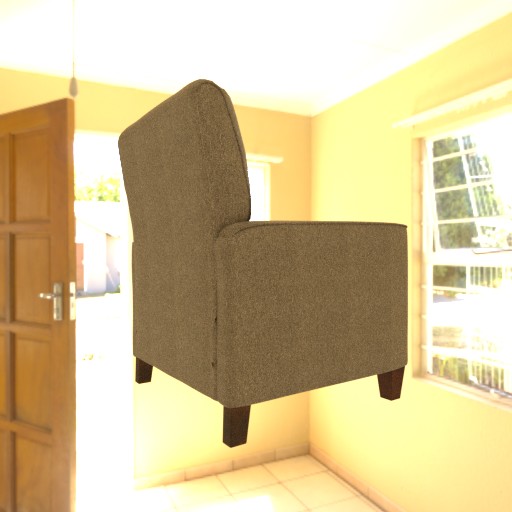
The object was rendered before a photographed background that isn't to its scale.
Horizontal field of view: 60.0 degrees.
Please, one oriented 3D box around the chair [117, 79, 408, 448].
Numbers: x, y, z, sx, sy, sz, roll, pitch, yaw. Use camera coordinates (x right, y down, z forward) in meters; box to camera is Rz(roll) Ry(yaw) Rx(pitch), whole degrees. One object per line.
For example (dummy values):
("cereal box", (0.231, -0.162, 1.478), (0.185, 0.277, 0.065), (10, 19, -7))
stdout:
("chair", (0.000, 0.000, 1.686), (0.858, 1.028, 0.841), (0, 1, -35))
